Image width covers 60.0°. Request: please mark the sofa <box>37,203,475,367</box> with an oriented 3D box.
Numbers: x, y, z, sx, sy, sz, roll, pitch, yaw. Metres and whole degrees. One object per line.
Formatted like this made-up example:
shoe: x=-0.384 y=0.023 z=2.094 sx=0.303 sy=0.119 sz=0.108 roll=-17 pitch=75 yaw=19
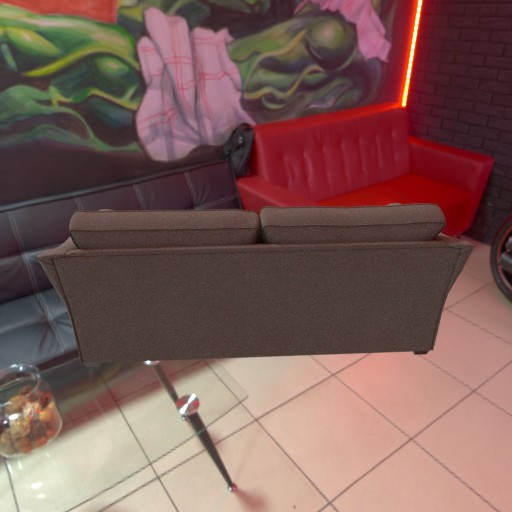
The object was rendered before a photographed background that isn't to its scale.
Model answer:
sofa: x=0.000 y=0.000 z=2.809 sx=2.270 sy=0.906 sz=0.986 roll=-1 pitch=29 yaw=-3
